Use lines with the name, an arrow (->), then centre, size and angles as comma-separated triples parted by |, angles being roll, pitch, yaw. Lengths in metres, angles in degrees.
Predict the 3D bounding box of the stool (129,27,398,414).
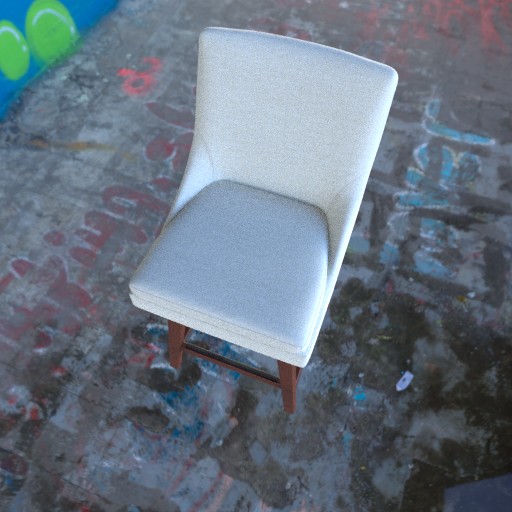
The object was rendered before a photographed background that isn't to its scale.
stool -> 0.000, 0.000, 1.252 | 0.469, 0.991, 0.559 | 18, 60, 11
